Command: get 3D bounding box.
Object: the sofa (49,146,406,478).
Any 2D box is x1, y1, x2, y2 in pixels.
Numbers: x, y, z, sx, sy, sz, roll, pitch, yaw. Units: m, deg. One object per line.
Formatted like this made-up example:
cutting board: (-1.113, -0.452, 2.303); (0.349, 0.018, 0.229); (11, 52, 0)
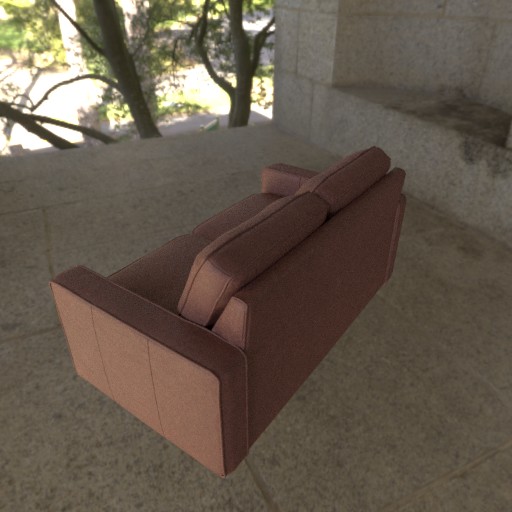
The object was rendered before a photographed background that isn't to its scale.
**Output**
sofa: (0.000, 0.000, 2.254); (0.947, 0.918, 1.709); (21, 38, 30)
